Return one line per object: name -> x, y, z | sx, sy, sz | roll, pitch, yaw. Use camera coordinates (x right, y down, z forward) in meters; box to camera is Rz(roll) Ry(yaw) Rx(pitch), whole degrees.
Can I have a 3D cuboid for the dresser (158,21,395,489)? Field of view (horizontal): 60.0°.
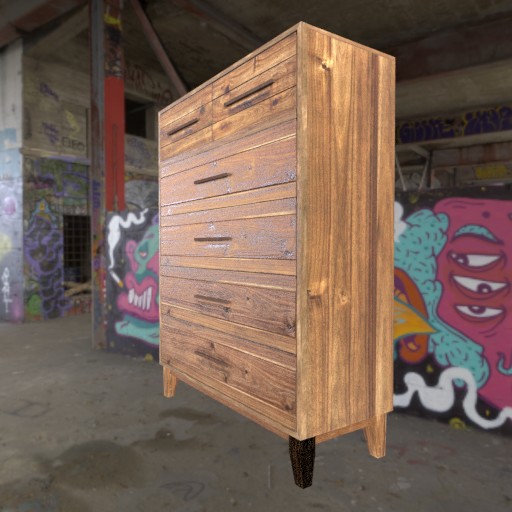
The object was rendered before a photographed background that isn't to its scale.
dresser -> 0.000, 0.000, 1.862 | 0.442, 1.393, 1.062 | -1, 1, -35
